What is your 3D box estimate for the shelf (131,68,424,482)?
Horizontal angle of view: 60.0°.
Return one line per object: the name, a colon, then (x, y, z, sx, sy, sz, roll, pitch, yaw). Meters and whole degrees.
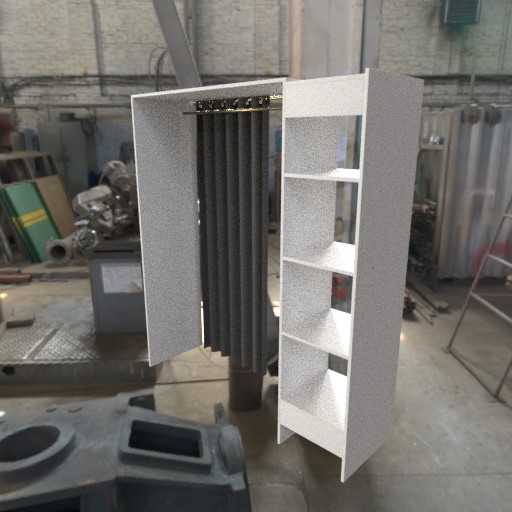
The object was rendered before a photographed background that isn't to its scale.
shelf: (0.000, 0.000, 2.548, 1.600, 1.810, 0.500, 14, 20, 41)
